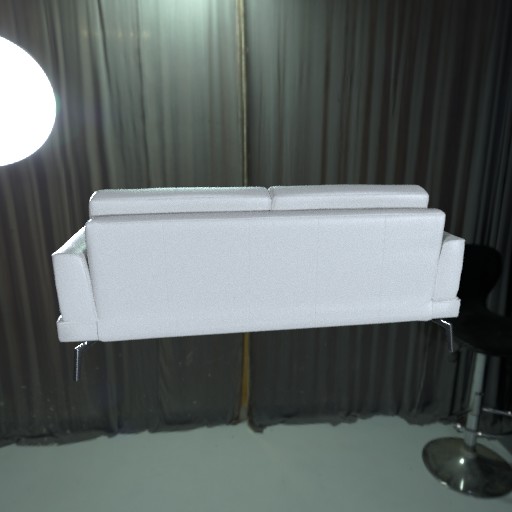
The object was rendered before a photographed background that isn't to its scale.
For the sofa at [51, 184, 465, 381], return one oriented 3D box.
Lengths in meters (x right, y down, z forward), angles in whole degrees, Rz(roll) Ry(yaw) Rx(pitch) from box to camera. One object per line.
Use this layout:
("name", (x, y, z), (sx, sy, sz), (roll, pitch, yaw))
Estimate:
("sofa", (0.000, 0.000, 2.753), (2.177, 0.930, 1.121), (-2, 15, -9))
